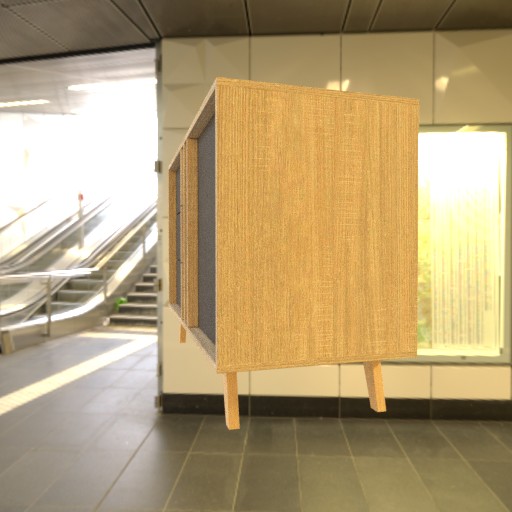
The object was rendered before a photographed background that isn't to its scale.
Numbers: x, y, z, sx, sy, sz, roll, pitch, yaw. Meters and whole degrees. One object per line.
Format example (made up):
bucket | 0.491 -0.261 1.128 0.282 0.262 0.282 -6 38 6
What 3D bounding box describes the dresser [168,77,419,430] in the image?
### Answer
dresser | 0.000 0.000 1.545 0.500 0.780 1.110 0 1 -16
